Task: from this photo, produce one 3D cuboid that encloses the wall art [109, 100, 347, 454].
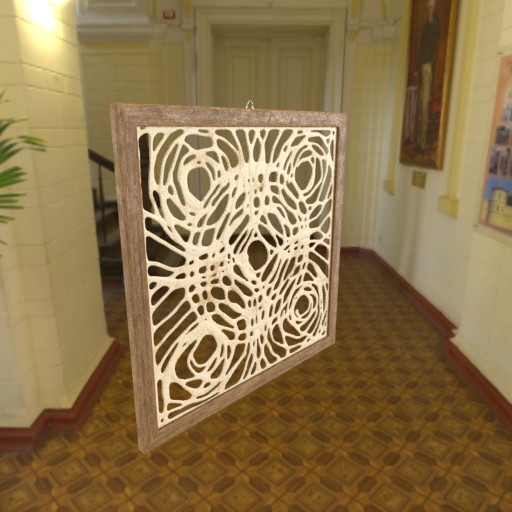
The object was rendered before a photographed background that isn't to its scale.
[{"bbox_3d":[0.000,0.000,0.867,0.021,0.576,0.561,15,22,42],"label":"wall art"}]
